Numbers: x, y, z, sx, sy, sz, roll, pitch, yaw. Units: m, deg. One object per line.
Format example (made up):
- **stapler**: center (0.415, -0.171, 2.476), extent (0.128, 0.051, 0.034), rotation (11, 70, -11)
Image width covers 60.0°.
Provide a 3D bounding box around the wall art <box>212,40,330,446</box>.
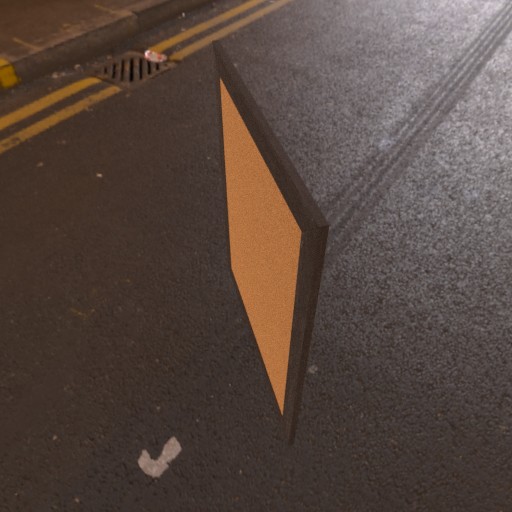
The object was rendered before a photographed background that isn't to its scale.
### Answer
- **wall art**: center (0.000, 0.000, 0.794), extent (0.013, 0.570, 0.476), rotation (-12, 48, -11)
